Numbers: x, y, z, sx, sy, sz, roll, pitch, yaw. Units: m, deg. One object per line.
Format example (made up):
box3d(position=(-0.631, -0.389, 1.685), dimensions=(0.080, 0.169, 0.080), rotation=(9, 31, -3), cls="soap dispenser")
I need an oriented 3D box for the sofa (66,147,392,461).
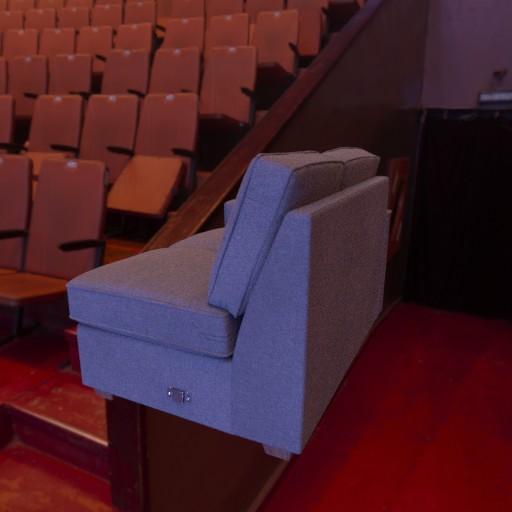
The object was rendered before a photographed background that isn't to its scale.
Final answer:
box3d(position=(0.000, 0.000, 2.065), dimensions=(0.991, 0.989, 1.388), rotation=(7, 17, 25), cls="sofa")
